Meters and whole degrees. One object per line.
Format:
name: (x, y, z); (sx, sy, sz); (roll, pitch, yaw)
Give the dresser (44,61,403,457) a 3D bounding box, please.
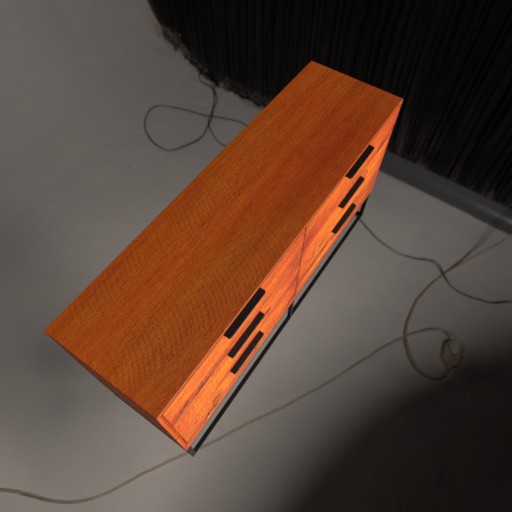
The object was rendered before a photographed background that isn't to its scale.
dresser: (0.000, 0.000, 1.911); (0.464, 0.810, 1.536); (31, 64, 17)
